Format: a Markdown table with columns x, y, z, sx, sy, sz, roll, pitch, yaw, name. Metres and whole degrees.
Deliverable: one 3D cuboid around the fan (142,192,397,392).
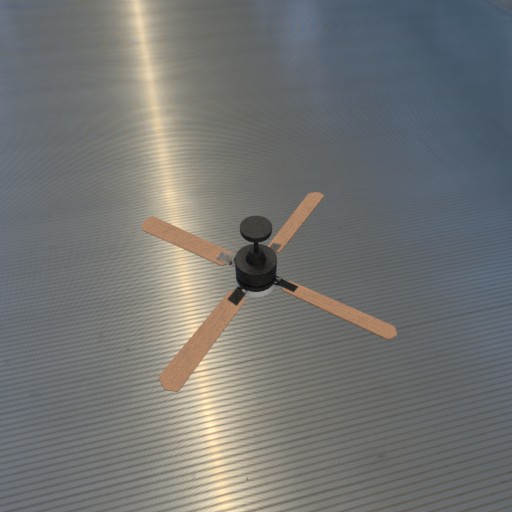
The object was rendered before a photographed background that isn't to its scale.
| x | y | z | sx | sy | sz | roll | pitch | yaw | name |
| --- | --- | --- | --- | --- | --- | --- | --- | --- | --- |
| 0.000 | 0.000 | 1.942 | 1.320 | 0.355 | 1.320 | 24 | 52 | 20 | fan |
